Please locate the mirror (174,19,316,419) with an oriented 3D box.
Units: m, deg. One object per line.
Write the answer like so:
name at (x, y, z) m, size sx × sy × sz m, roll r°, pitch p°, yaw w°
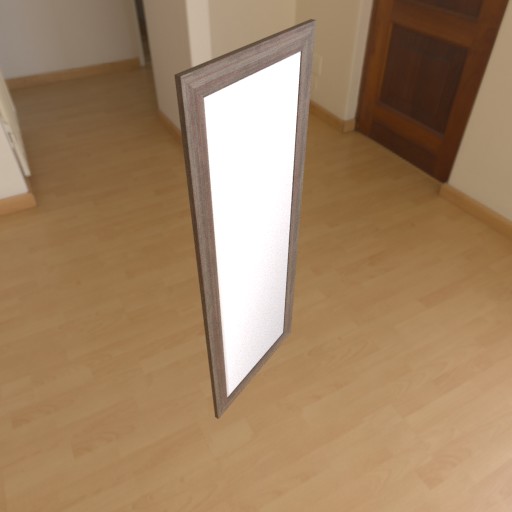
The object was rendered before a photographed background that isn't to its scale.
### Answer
mirror at (0.000, 0.000, 2.261) m, size 0.025 × 2.032 × 0.812 m, roll 26°, pitch 47°, yaw 26°
